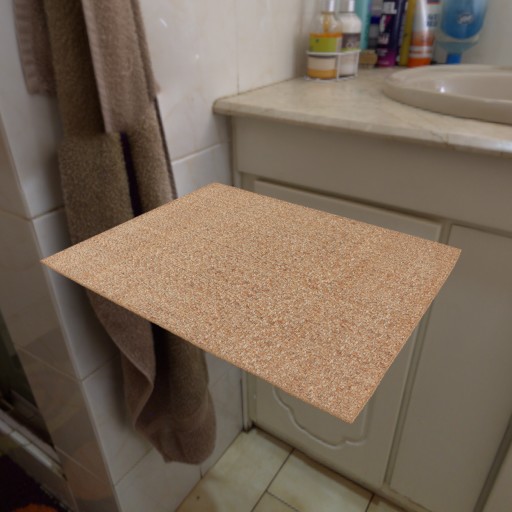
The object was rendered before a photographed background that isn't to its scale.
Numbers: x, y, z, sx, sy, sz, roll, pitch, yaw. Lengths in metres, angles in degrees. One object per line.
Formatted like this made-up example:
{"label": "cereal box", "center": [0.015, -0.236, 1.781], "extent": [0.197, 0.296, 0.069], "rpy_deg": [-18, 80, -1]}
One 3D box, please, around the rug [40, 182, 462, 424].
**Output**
{"label": "rug", "center": [0.000, 0.000, 4.048], "extent": [3.048, 0.013, 2.439], "rpy_deg": [20, 36, 30]}
